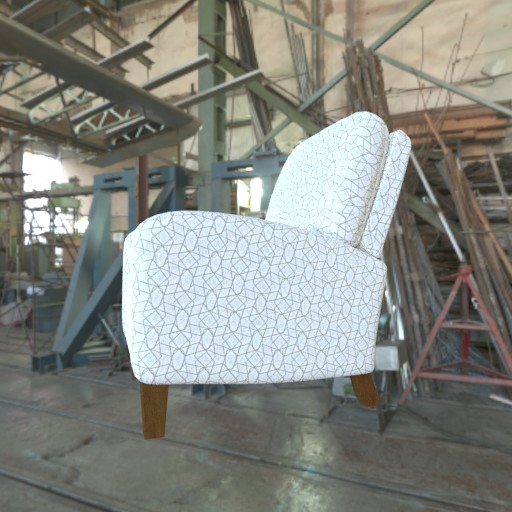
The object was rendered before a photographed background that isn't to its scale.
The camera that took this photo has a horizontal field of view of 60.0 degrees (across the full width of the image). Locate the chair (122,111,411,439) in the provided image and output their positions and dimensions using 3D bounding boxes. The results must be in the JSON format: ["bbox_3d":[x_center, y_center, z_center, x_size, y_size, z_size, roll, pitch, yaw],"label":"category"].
[{"bbox_3d":[0.000,0.000,1.764,0.995,1.064,0.796,0,0,-19],"label":"chair"}]
